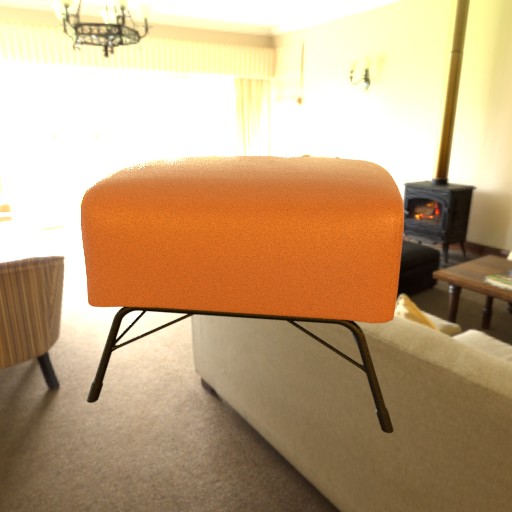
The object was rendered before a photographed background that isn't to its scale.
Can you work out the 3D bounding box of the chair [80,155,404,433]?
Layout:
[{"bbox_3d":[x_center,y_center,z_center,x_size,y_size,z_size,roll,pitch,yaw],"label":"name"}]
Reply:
[{"bbox_3d":[0.000,0.000,0.938,0.530,0.410,0.530,3,17,9],"label":"chair"}]
